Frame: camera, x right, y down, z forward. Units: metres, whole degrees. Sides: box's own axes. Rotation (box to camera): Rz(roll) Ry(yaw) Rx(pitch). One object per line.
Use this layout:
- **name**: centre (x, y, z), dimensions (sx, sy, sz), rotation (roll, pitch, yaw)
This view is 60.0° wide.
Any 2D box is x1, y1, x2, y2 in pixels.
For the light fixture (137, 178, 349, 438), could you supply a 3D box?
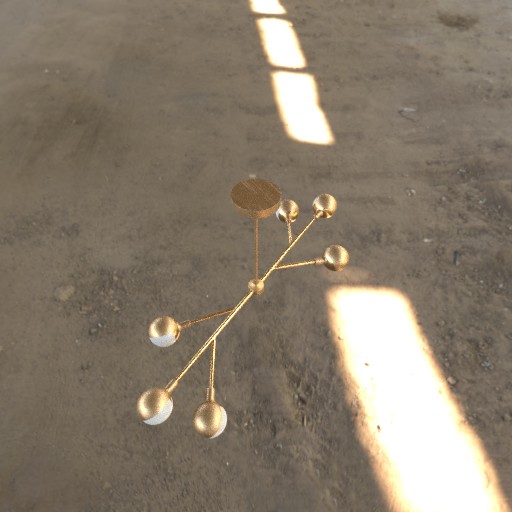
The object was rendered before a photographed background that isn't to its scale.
- **light fixture**: centre (0.000, 0.000, 1.016), dimensions (0.778, 0.362, 0.434), rotation (-32, 55, -26)
